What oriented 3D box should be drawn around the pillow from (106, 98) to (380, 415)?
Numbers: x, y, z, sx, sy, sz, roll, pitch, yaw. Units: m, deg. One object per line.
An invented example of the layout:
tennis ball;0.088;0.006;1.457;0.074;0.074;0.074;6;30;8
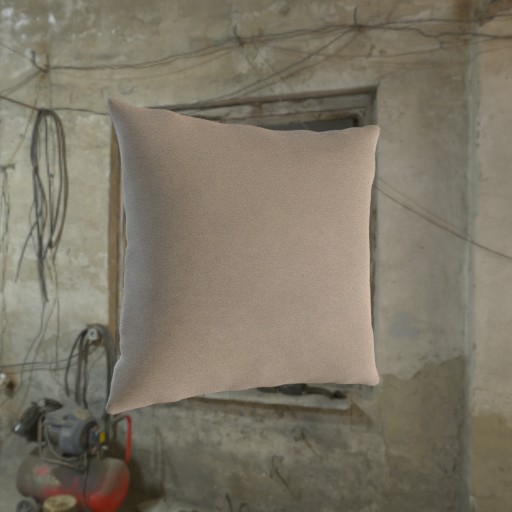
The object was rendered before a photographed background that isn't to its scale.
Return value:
pillow;0.000;0.000;0.673;0.433;0.434;0.196;0;0;-19
